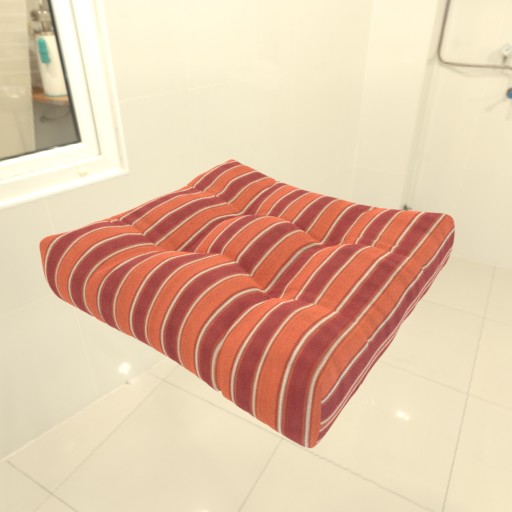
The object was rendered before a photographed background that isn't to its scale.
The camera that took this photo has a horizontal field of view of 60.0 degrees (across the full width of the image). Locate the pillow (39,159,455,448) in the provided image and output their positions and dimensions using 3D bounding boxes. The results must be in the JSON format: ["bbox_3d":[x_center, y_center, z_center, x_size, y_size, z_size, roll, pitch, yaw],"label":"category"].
[{"bbox_3d":[0.000,0.000,0.702,0.490,0.133,0.468,21,38,31],"label":"pillow"}]
